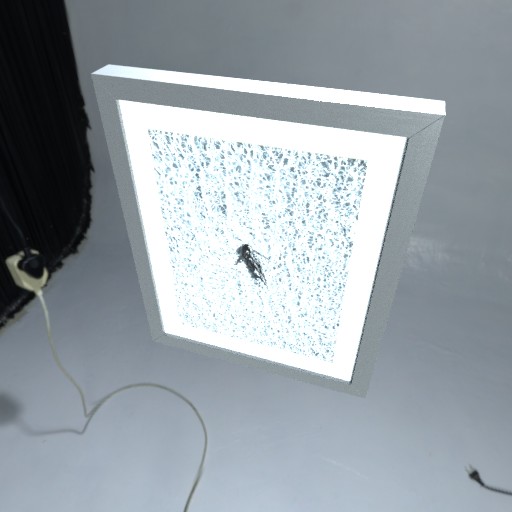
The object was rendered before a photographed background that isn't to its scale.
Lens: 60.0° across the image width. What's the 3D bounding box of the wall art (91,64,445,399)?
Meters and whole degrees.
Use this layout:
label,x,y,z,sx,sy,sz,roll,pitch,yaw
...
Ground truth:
label,x,y,z,sx,sy,sz,roll,pitch,yaw
wall art,0.000,0.000,0.501,0.308,0.379,0.030,12,41,14
